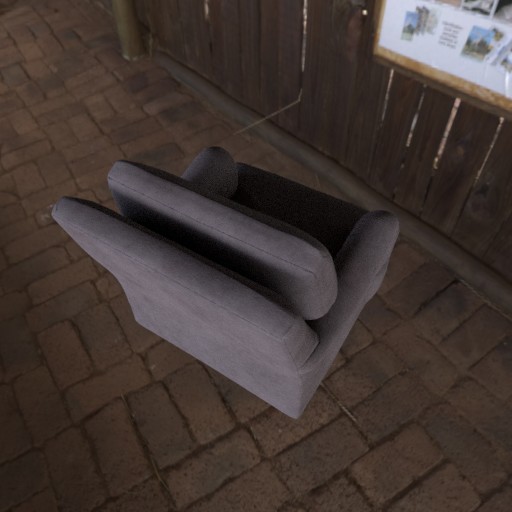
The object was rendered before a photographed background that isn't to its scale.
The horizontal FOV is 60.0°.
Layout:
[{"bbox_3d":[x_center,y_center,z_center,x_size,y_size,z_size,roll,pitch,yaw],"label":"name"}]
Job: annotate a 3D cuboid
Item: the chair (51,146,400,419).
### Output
[{"bbox_3d":[0.000,0.000,1.857,0.955,0.997,1.070,26,52,22],"label":"chair"}]
